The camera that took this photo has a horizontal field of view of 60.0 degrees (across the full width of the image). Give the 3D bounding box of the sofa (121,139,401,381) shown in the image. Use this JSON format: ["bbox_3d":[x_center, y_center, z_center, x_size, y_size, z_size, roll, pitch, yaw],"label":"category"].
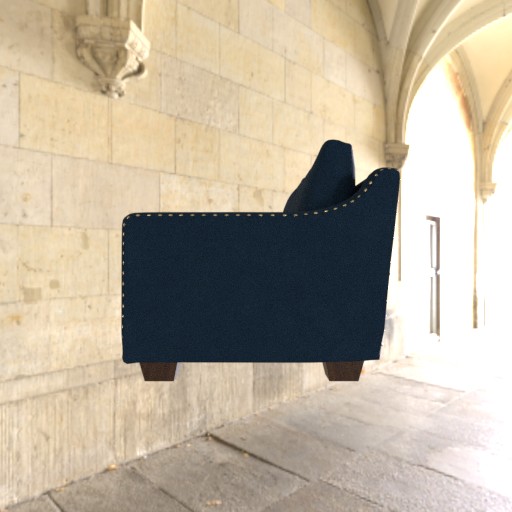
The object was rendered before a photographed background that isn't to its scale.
[{"bbox_3d":[0.000,0.000,2.731,1.104,0.983,2.107,0,0,0],"label":"sofa"}]
